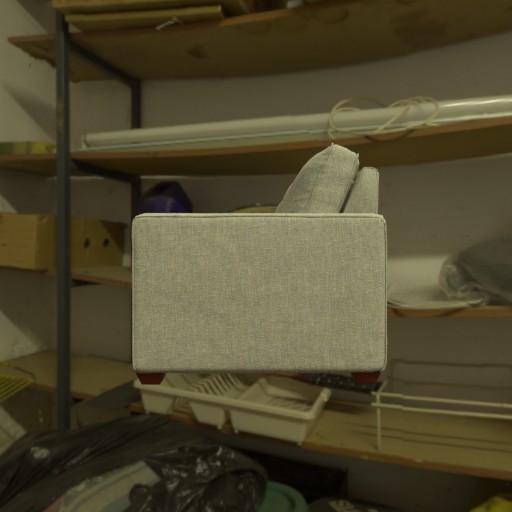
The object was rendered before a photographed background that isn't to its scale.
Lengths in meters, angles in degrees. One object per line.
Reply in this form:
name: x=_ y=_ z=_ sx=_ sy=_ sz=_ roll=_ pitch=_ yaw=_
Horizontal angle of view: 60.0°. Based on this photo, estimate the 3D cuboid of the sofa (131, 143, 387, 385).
sofa: x=0.000 y=0.000 z=2.602 sx=0.945 sy=0.918 sz=2.078 roll=0 pitch=1 yaw=0
